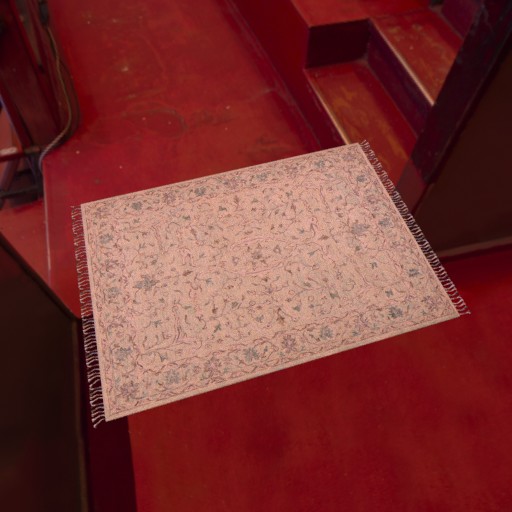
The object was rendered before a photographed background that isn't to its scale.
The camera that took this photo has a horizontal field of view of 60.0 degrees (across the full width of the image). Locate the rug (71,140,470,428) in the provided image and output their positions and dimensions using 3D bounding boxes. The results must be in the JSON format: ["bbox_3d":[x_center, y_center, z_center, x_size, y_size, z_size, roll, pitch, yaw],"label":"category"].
[{"bbox_3d":[0.000,0.000,2.311,1.802,0.008,1.247,-14,59,-9],"label":"rug"}]
